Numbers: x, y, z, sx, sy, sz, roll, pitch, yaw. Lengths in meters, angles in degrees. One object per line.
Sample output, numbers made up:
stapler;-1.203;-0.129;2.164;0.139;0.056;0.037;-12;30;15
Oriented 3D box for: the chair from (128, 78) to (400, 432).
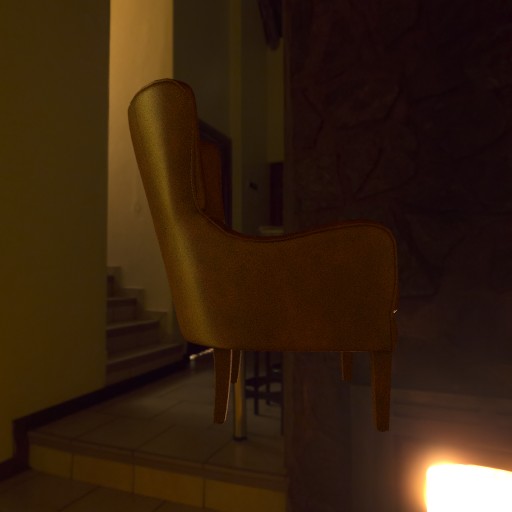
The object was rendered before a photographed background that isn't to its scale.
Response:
chair;0.000;0.000;1.628;0.914;1.048;0.692;0;-2;2
